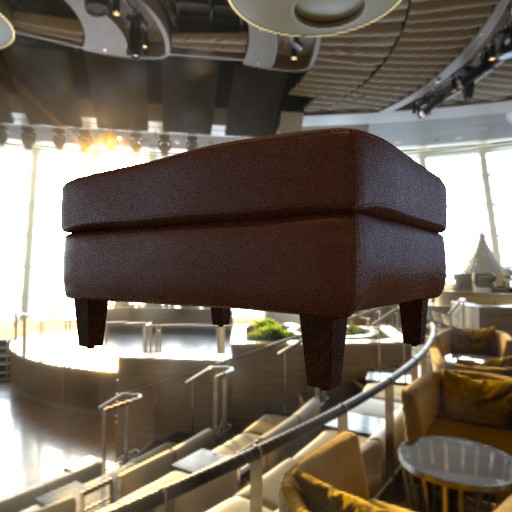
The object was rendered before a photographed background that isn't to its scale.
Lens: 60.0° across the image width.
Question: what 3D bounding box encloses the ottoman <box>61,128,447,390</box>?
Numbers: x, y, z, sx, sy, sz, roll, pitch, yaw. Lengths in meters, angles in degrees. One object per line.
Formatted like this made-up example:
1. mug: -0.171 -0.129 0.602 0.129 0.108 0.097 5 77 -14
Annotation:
1. ottoman: 0.000 0.000 1.187 0.851 0.485 0.650 -1 -2 35
